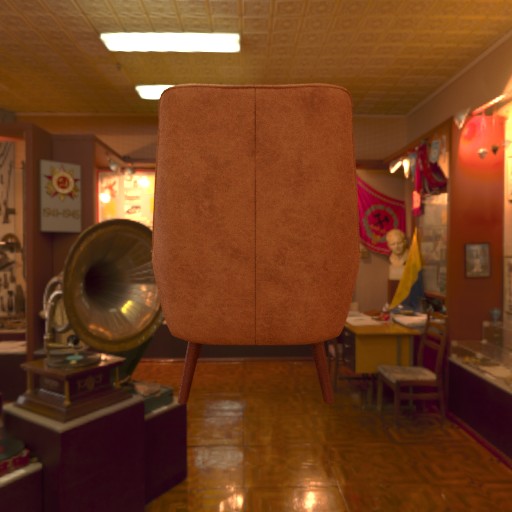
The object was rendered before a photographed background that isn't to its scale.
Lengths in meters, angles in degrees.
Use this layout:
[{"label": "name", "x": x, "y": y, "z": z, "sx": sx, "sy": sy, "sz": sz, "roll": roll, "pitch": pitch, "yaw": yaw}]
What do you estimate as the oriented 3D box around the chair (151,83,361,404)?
[{"label": "chair", "x": 0.000, "y": 0.000, "z": 1.501, "sx": 0.753, "sy": 0.883, "sz": 0.851, "roll": 0, "pitch": 1, "yaw": 0}]
